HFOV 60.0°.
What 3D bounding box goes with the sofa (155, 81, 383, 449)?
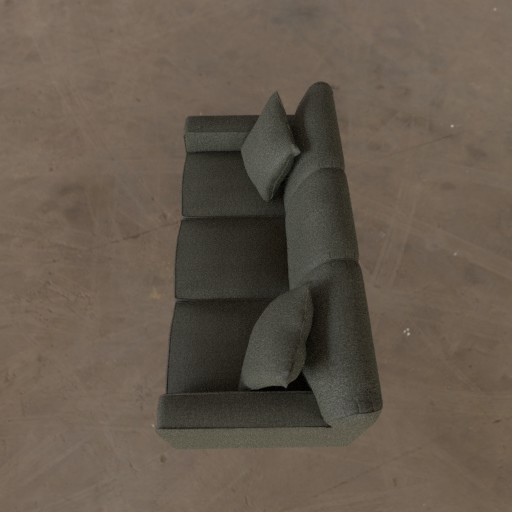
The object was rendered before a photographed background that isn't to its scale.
[{"bbox_3d":[0.000,0.000,2.602,0.997,0.958,2.024,-1,59,-1],"label":"sofa"}]
